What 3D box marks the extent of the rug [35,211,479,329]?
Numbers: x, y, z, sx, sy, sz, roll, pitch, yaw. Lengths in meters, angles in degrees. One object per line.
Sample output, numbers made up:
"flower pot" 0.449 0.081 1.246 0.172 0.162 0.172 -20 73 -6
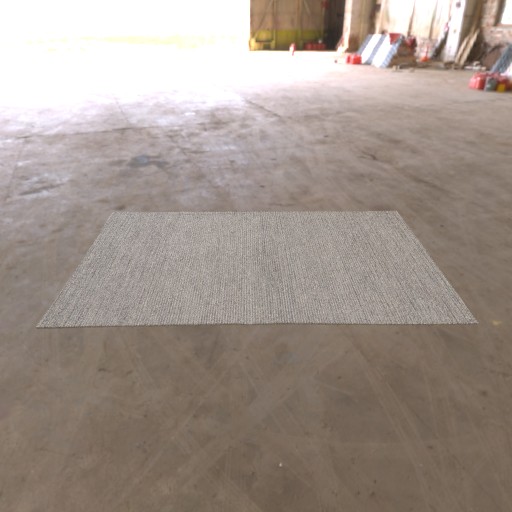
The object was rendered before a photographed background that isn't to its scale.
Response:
"rug" 0.000 0.000 2.292 1.804 0.022 1.162 0 29 -1
